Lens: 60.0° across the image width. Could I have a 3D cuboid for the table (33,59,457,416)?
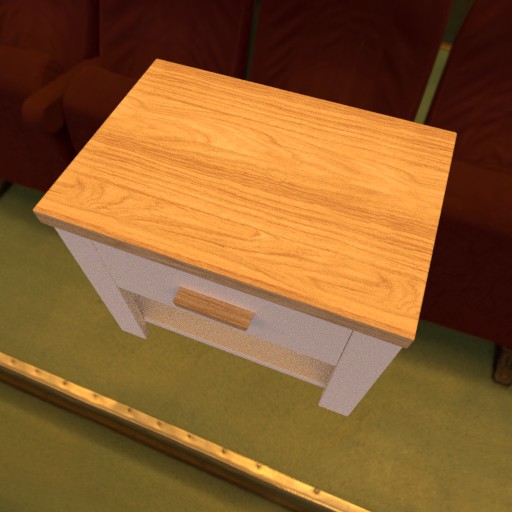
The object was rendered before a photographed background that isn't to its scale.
[{"bbox_3d":[0.000,0.000,0.800,0.500,0.440,0.360,18,60,11],"label":"table"}]
